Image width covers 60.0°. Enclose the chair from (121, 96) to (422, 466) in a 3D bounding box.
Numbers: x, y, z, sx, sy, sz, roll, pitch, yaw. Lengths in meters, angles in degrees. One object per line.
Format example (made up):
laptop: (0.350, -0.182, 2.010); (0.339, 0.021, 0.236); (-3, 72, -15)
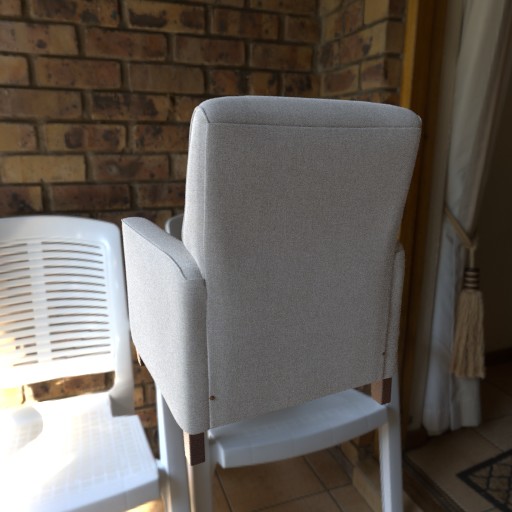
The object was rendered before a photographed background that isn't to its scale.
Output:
chair: (0.000, 0.000, 1.615); (0.845, 1.023, 0.859); (-7, 15, -25)
